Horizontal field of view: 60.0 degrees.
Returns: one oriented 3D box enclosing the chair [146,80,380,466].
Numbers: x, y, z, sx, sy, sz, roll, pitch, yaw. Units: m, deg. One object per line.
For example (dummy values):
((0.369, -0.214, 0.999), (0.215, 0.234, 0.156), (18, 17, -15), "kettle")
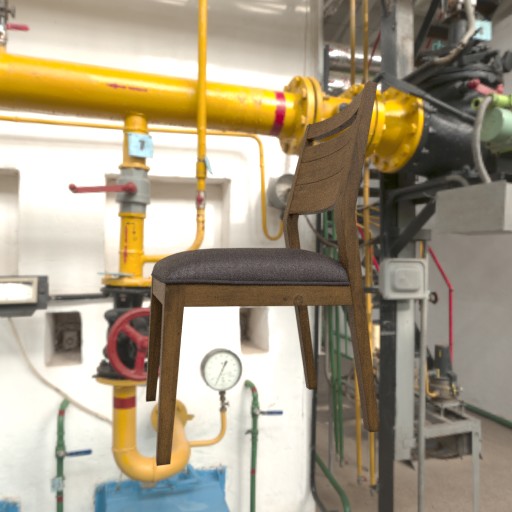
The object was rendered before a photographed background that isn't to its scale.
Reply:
((0.000, 0.000, 1.313), (0.610, 0.939, 0.501), (0, 0, -17), "chair")
